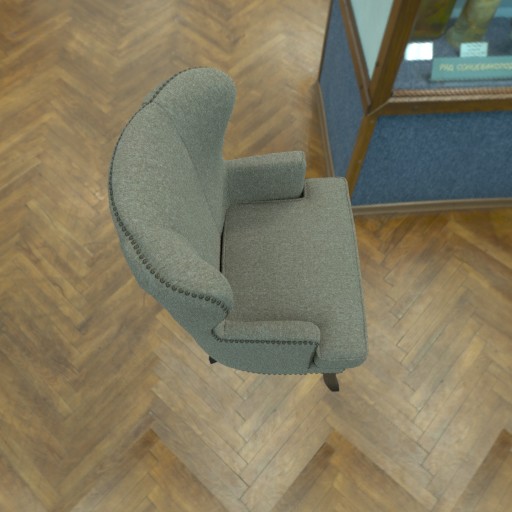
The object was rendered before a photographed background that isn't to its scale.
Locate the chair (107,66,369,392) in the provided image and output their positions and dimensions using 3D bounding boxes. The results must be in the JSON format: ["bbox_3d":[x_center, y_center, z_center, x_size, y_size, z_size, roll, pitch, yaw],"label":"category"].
[{"bbox_3d":[0.000,0.000,1.590,0.758,1.060,0.759,-1,62,0],"label":"chair"}]
